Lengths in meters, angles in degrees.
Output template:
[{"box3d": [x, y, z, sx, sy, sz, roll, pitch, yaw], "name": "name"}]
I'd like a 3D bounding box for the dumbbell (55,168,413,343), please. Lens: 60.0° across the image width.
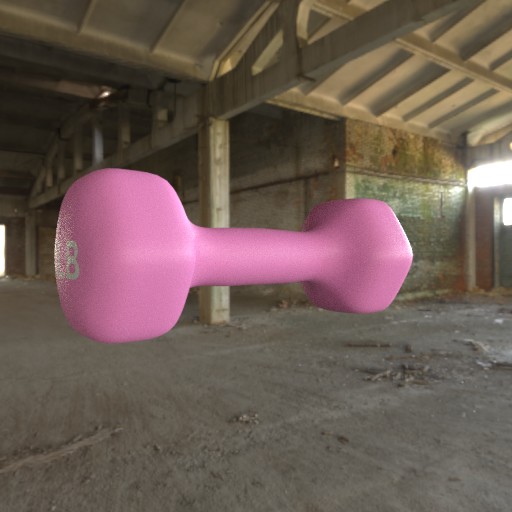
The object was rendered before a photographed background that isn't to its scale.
[{"box3d": [0.000, 0.000, 0.193, 0.159, 0.058, 0.064, 0, 0, -37], "name": "dumbbell"}]
